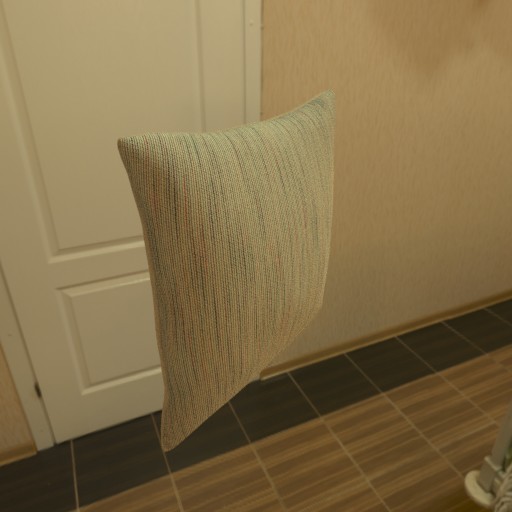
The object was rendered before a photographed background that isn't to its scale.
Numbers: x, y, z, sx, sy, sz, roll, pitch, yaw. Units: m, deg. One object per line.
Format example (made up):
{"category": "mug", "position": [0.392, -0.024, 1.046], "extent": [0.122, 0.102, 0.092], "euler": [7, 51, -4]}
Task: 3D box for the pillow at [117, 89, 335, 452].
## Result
{"category": "pillow", "position": [0.000, 0.000, 0.784], "extent": [0.178, 0.506, 0.512], "euler": [19, 33, 32]}
